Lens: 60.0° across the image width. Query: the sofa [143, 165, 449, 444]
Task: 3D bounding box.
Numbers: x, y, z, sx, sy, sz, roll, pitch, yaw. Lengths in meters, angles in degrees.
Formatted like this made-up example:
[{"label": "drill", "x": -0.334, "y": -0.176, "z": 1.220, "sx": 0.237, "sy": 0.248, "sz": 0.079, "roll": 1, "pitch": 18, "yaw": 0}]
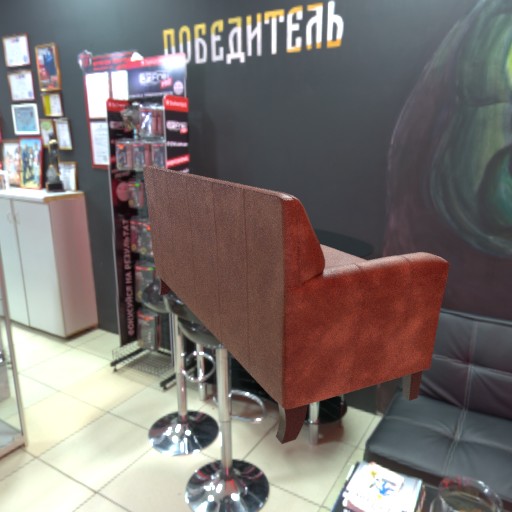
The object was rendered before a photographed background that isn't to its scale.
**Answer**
[{"label": "sofa", "x": 0.000, "y": 0.000, "z": 2.542, "sx": 0.805, "sy": 0.947, "sz": 2.053, "roll": -7, "pitch": 16, "yaw": -25}]
